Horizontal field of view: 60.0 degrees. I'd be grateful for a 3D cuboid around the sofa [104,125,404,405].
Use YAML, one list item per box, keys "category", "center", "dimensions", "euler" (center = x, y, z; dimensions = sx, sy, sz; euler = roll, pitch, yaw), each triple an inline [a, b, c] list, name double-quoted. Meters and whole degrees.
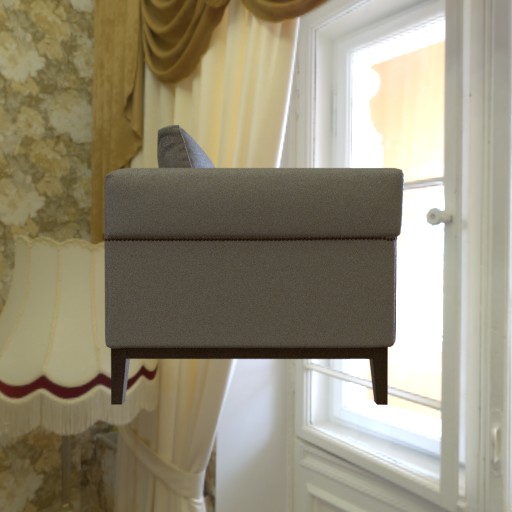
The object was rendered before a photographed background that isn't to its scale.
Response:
- category: "sofa"
  center: [0.000, 0.000, 2.087]
  dimensions: [0.899, 0.873, 1.598]
  euler: [0, 1, 0]
